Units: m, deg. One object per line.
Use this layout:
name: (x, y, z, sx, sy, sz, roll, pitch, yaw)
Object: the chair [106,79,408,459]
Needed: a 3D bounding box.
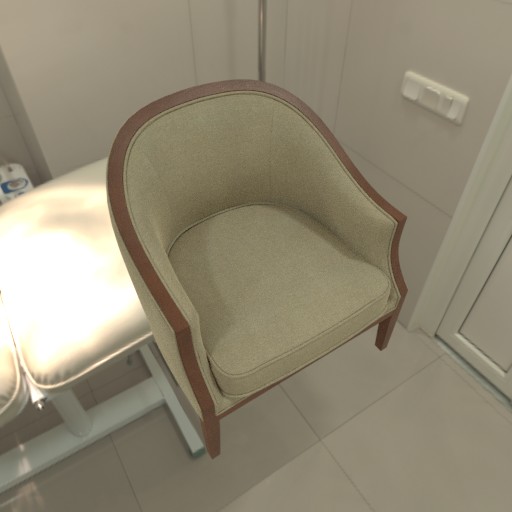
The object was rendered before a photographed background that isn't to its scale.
chair: (0.000, 0.000, 1.459, 0.803, 0.876, 0.735, -25, 50, -23)
